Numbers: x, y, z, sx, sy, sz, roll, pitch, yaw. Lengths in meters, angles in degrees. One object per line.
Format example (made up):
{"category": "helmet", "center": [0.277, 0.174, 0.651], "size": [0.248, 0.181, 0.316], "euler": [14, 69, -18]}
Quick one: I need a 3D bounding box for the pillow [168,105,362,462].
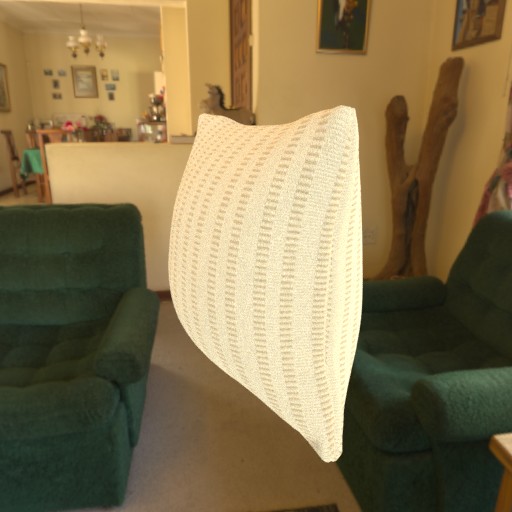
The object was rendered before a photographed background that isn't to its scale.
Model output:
{"category": "pillow", "center": [0.000, 0.000, 0.670], "size": [0.247, 0.419, 0.438], "euler": [-8, 19, -25]}
